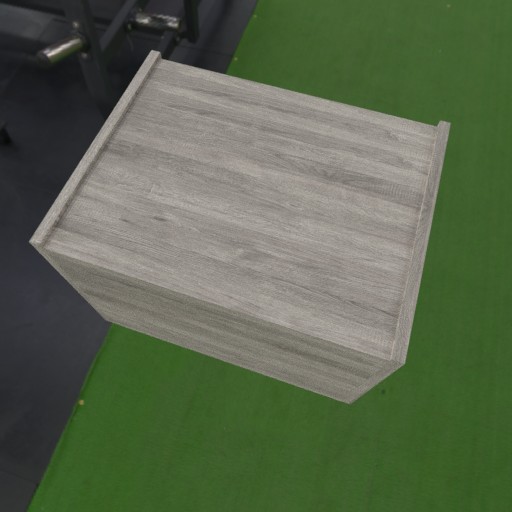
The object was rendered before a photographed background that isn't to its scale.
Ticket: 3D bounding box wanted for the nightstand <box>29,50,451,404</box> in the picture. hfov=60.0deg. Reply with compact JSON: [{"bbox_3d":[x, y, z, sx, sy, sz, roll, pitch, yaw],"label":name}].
[{"bbox_3d":[0.000,0.000,0.832,0.480,0.500,0.380,17,65,8],"label":"nightstand"}]
